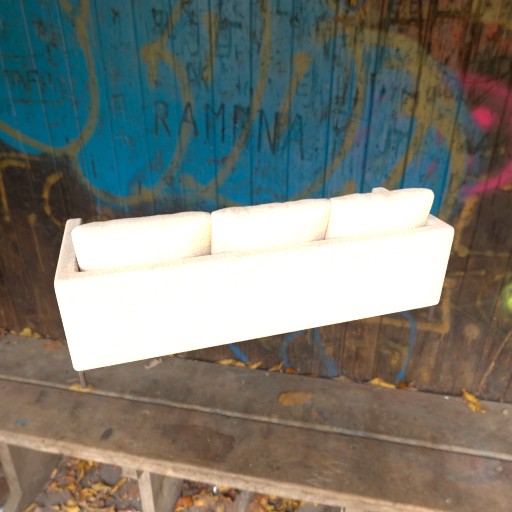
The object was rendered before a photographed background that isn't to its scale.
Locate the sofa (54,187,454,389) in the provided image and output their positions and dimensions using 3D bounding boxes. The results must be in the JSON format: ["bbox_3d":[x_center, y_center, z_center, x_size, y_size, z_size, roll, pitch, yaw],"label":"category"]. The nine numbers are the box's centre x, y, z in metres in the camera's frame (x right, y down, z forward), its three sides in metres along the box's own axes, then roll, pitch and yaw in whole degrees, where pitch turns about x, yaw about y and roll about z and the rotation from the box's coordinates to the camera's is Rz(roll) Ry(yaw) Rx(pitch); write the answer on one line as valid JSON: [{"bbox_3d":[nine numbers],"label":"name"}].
[{"bbox_3d":[0.000,0.000,2.792,2.218,0.874,0.859,-8,28,-15],"label":"sofa"}]
